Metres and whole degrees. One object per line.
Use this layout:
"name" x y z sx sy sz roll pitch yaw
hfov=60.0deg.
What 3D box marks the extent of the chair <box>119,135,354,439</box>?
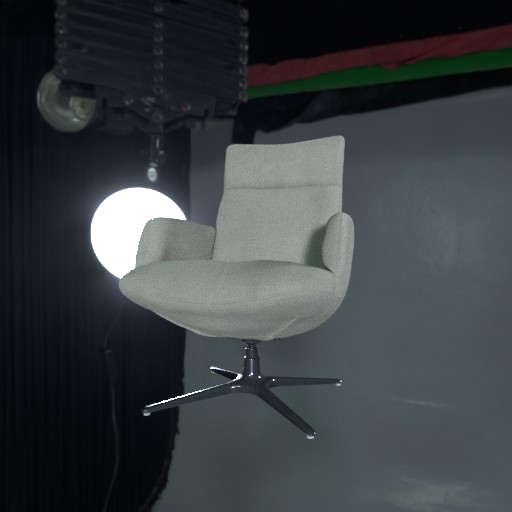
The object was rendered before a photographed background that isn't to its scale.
"chair" 0.000 0.000 1.619 0.711 1.016 0.889 0 1 19
